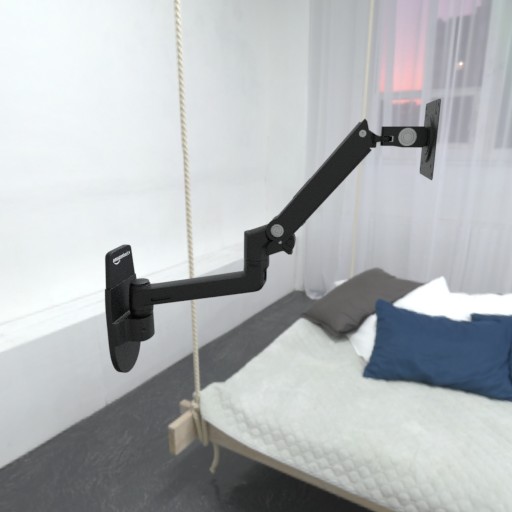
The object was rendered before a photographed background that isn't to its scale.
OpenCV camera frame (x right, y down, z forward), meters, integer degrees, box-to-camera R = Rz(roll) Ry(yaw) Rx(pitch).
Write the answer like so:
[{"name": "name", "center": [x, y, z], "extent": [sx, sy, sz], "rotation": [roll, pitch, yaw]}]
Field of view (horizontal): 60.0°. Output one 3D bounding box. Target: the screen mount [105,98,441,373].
[{"name": "screen mount", "center": [0.000, 0.000, 0.716], "extent": [0.495, 0.466, 0.115], "rotation": [3, 16, 11]}]
